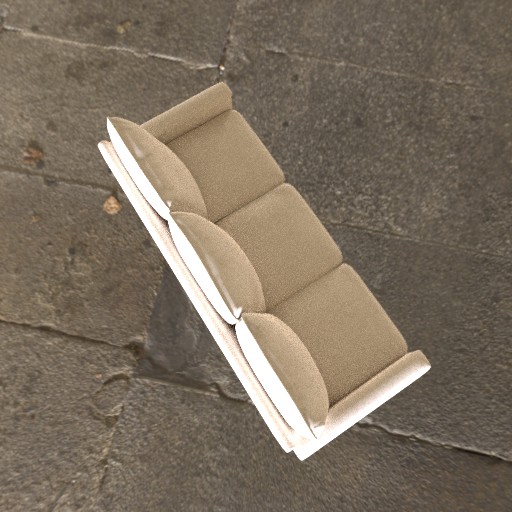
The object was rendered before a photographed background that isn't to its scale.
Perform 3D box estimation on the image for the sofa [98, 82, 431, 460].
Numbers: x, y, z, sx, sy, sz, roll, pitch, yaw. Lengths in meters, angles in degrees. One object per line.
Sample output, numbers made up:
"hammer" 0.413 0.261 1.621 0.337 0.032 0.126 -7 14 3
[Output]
"sofa" 0.000 0.000 2.425 0.828 0.961 1.925 -32 77 -8
